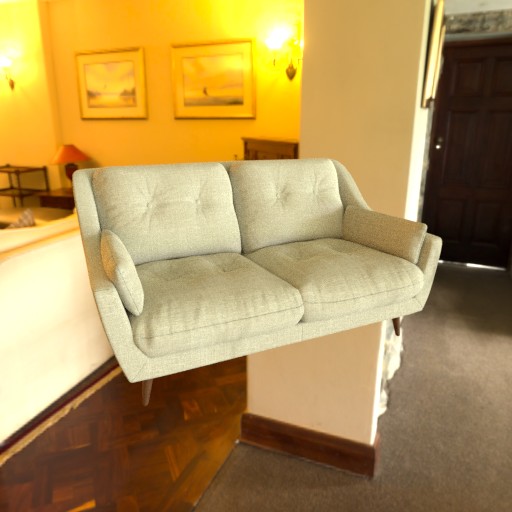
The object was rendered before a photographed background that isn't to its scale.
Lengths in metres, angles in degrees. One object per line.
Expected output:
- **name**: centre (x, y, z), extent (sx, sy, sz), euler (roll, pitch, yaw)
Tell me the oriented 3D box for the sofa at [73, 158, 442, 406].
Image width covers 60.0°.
- **sofa**: centre (0.000, 0.000, 2.235), extent (1.652, 0.888, 0.965), euler (-8, 18, -26)
